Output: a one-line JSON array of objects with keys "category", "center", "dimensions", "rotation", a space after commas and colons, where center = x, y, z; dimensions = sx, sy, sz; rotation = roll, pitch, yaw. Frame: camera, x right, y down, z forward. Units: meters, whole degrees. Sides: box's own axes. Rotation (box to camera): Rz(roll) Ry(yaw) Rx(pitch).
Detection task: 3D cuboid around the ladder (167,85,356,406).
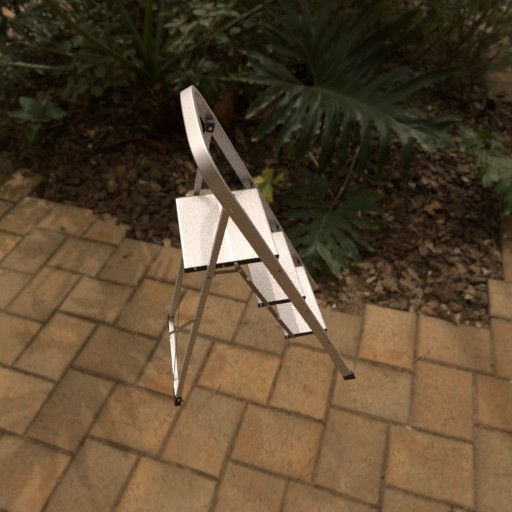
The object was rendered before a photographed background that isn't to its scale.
[{"category": "ladder", "center": [0.000, 0.000, 1.455], "dimensions": [0.704, 1.070, 0.465], "rotation": [-8, 47, -8]}]
